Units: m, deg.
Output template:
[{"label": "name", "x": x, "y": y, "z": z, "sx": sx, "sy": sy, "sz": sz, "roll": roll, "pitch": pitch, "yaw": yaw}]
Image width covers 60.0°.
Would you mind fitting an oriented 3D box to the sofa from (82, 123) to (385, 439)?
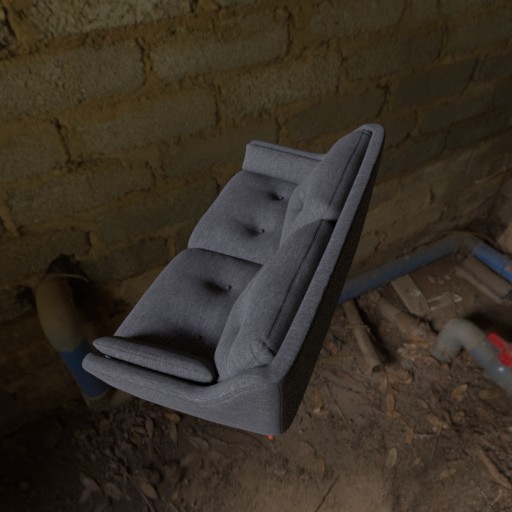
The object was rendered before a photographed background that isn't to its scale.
[{"label": "sofa", "x": 0.000, "y": 0.000, "z": 2.463, "sx": 0.975, "sy": 0.896, "sz": 1.929, "roll": 17, "pitch": 49, "yaw": 15}]
